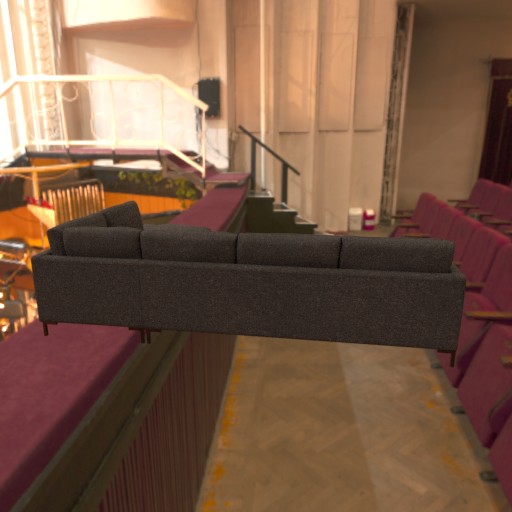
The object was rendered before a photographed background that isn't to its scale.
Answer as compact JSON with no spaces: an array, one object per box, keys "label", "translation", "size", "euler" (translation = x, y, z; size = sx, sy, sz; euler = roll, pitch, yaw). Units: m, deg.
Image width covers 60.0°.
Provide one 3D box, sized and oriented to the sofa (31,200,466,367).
[{"label":"sofa","translation":[0.000,0.000,3.877],"size":[2.949,0.815,2.007],"euler":[2,16,9]}]
